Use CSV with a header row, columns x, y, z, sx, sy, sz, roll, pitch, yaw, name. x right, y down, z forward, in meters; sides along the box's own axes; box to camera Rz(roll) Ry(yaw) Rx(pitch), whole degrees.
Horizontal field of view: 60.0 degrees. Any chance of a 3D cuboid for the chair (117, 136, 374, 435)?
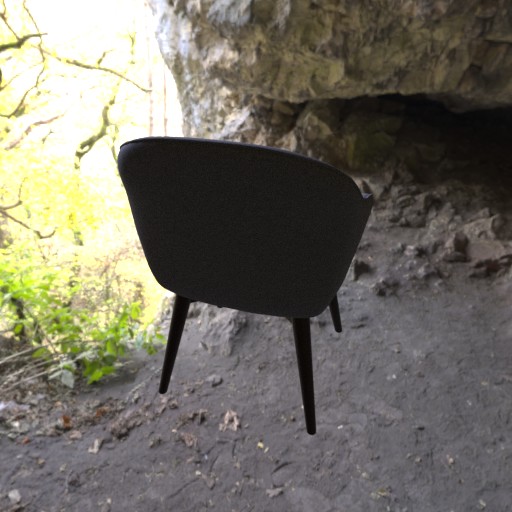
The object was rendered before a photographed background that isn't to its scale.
x,y,z,sx,sy,sz,roll,pitch,yaw,name
0.000,0.000,1.256,0.589,0.810,0.611,9,31,16,chair
